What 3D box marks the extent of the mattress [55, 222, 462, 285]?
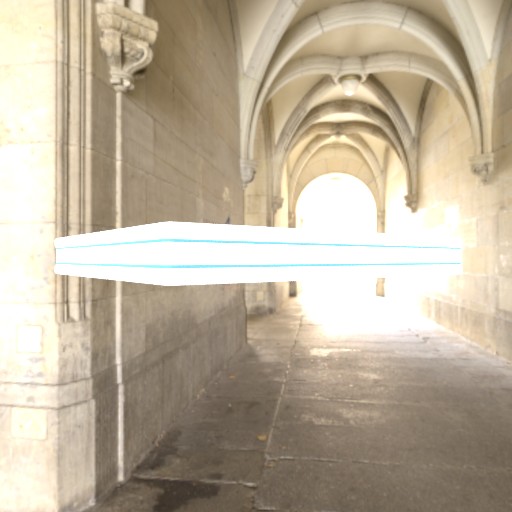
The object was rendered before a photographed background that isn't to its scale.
[{"bbox_3d":[0.000,0.000,2.777,2.000,0.230,1.600,0,0,-37],"label":"mattress"}]
